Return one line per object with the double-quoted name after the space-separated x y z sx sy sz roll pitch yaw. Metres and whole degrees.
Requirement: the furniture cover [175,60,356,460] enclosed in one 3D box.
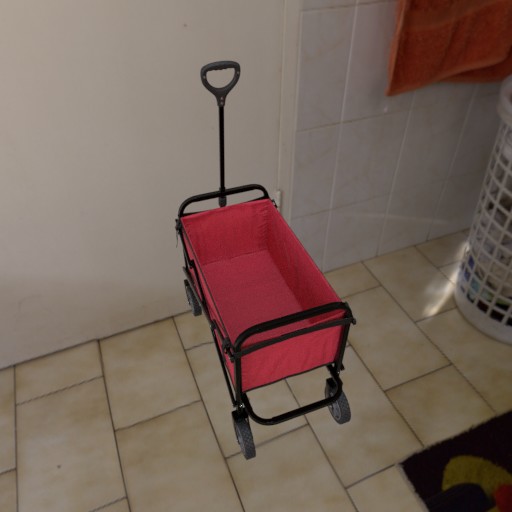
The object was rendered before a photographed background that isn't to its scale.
0.000 0.000 1.798 0.532 1.295 1.038 -14 44 -15 "furniture cover"
